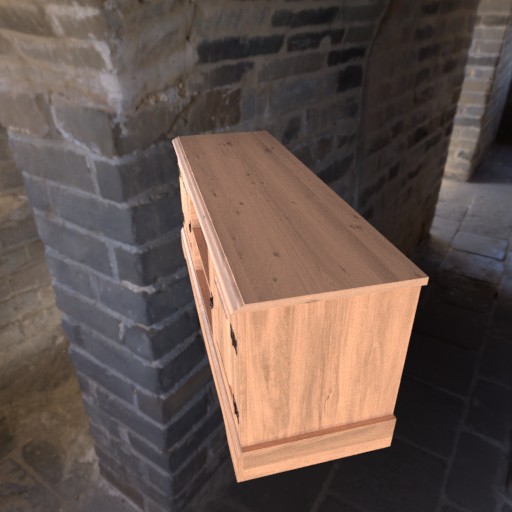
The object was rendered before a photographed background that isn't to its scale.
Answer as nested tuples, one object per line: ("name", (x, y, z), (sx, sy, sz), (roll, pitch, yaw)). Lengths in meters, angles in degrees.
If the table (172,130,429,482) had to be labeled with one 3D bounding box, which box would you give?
("table", (0.000, 0.000, 1.466), (0.400, 0.510, 1.200), (-7, 30, -12))
